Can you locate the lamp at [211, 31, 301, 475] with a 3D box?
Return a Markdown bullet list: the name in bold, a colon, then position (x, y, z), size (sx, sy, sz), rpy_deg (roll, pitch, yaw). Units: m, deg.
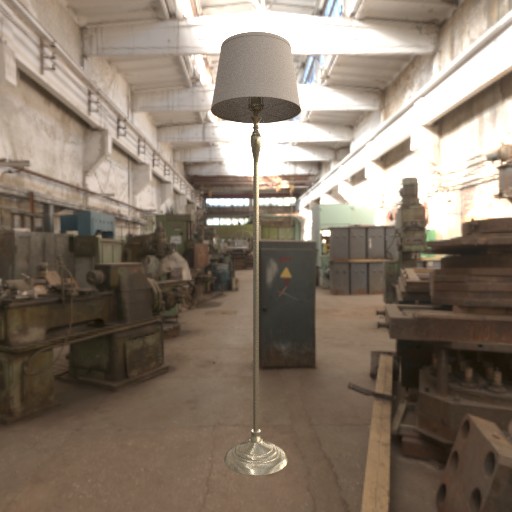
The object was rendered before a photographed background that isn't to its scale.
- **lamp**: position (0.000, 0.000, 1.624), size (0.327, 1.506, 0.327), rpy_deg (0, 2, 1)
